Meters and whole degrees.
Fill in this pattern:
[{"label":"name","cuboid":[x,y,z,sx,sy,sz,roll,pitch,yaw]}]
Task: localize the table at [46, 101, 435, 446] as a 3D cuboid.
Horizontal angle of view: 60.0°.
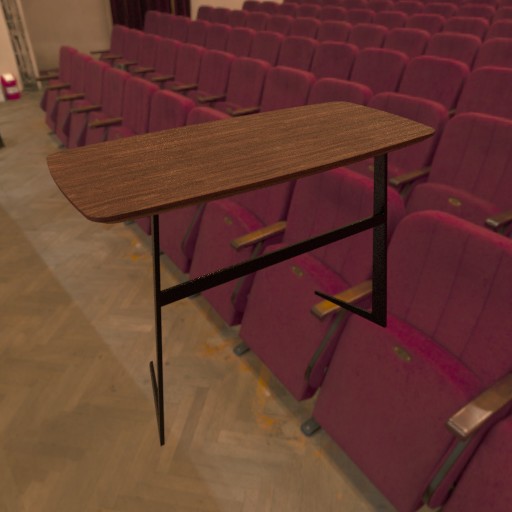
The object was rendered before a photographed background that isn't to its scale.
[{"label":"table","cuboid":[0.000,0.000,1.091,0.804,0.576,0.361,-20,38,-27]}]
